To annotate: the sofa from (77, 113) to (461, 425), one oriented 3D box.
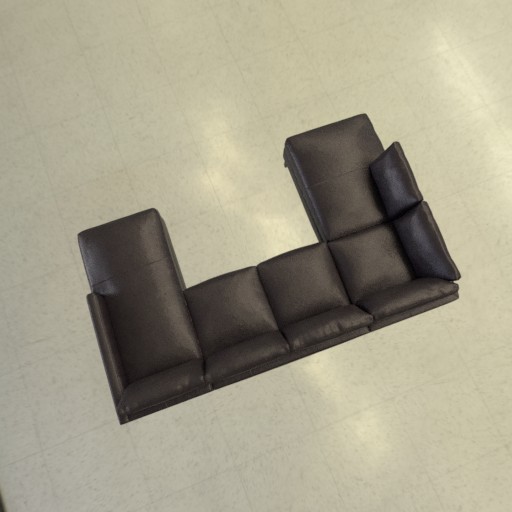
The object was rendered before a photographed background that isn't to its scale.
[{"bbox_3d":[0.000,0.000,3.957,2.956,0.900,1.939,-19,77,-5],"label":"sofa"}]
